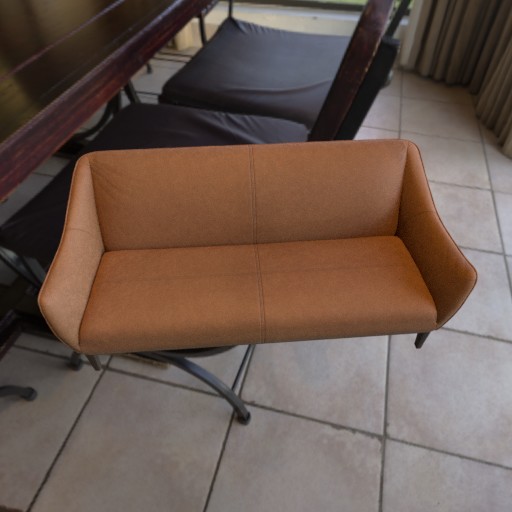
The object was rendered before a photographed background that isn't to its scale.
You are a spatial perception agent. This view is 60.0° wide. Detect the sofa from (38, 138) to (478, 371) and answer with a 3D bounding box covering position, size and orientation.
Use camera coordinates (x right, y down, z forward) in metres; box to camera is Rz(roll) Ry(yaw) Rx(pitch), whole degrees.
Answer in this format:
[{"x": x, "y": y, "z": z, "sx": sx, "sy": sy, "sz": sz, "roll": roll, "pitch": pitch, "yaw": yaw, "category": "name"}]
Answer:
[{"x": 0.000, "y": 0.000, "z": 2.326, "sx": 1.928, "sy": 0.830, "sz": 0.869, "roll": -3, "pitch": 46, "yaw": -3, "category": "sofa"}]
